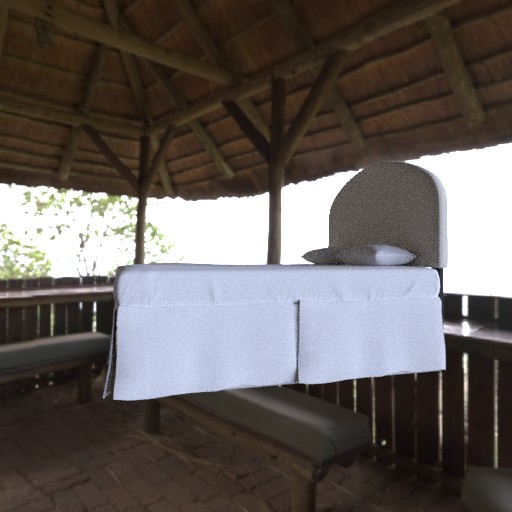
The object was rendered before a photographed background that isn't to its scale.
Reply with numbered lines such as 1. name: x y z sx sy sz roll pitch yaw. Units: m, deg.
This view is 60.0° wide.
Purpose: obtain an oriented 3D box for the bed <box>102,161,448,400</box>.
1. bed: 0.000 0.000 3.142 2.005 1.410 1.607 0 0 -17
